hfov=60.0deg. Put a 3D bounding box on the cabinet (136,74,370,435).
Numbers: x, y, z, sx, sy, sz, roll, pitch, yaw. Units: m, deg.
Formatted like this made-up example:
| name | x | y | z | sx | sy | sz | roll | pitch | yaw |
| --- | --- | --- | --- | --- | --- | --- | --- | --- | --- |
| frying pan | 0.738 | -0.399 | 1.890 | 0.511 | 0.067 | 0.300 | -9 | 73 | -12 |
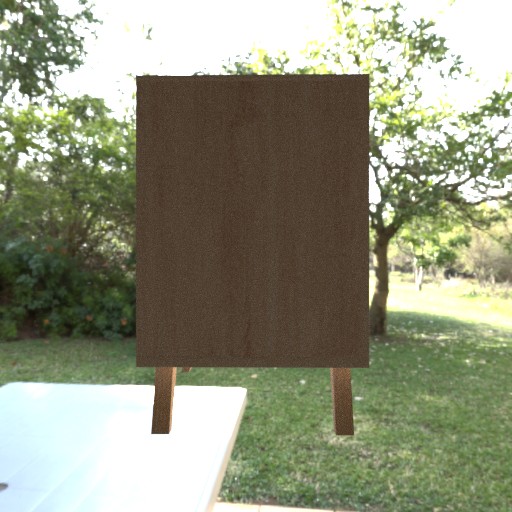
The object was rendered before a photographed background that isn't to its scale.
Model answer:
| name | x | y | z | sx | sy | sz | roll | pitch | yaw |
| --- | --- | --- | --- | --- | --- | --- | --- | --- | --- |
| cabinet | 0.000 | 0.000 | 1.504 | 0.500 | 0.780 | 1.110 | 0 | 0 | 1 |
